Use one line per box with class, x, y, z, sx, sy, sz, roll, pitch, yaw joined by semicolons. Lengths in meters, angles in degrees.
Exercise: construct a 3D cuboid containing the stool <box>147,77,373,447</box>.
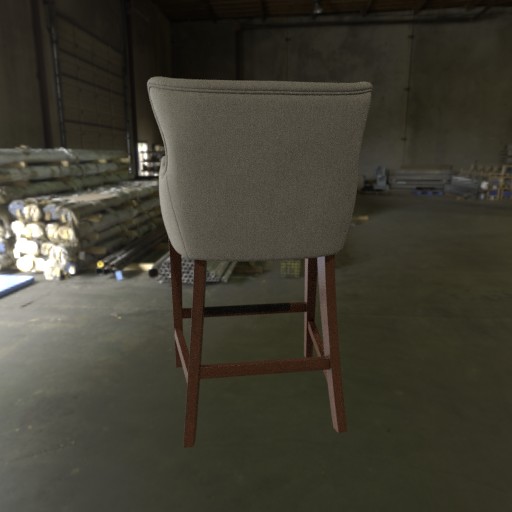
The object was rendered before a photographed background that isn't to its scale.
stool;0.000;0.000;1.330;0.575;0.951;0.575;-2;13;-8
